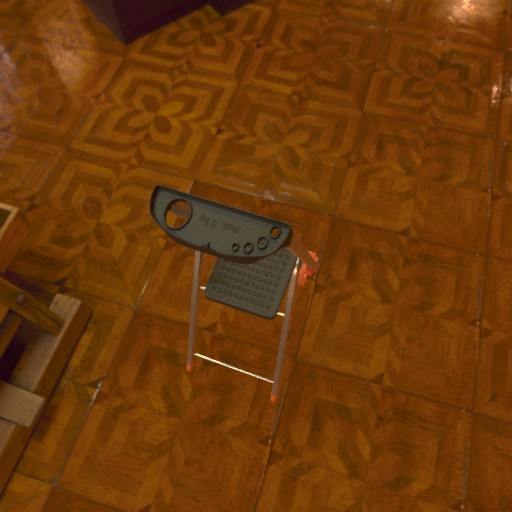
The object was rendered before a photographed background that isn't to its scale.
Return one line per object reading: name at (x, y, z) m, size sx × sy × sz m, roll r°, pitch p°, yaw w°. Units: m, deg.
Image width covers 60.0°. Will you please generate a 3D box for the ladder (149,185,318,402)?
ladder at (0.000, 0.000, 1.521) m, size 0.416 × 1.229 × 0.686 m, roll 18°, pitch 65°, yaw 9°
